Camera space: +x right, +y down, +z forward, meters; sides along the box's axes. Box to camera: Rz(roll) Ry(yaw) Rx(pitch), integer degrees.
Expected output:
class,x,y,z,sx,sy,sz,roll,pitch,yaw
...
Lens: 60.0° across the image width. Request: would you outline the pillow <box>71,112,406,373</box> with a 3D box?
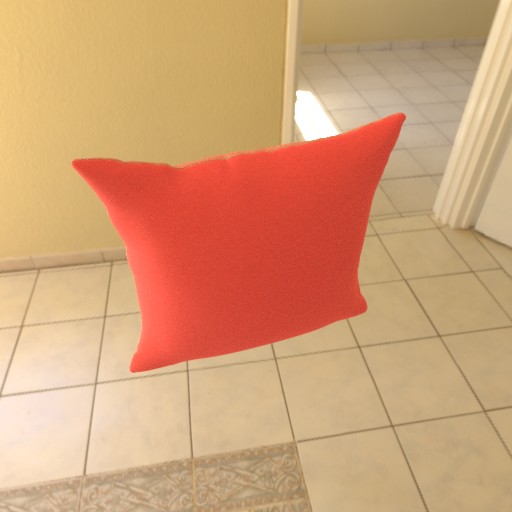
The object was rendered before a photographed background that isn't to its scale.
class,x,y,z,sx,sy,sz,roll,pitch,yaw
pillow,0.000,0.000,0.838,0.559,0.501,0.229,-13,43,-14
